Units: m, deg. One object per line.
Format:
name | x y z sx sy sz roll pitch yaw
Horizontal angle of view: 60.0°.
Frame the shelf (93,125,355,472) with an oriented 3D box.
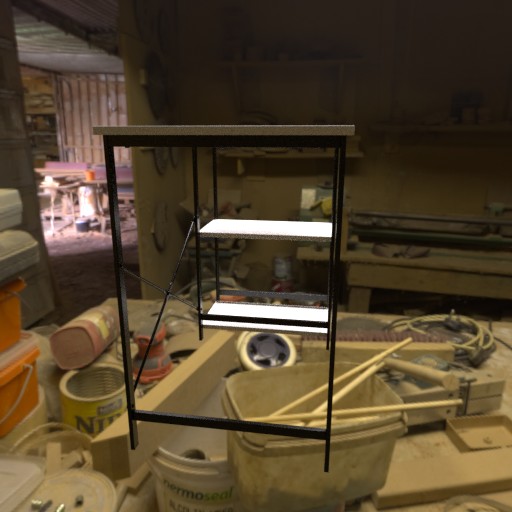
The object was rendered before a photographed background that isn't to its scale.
shelf | 0.000 0.000 1.350 0.498 0.750 0.902 2 16 9
